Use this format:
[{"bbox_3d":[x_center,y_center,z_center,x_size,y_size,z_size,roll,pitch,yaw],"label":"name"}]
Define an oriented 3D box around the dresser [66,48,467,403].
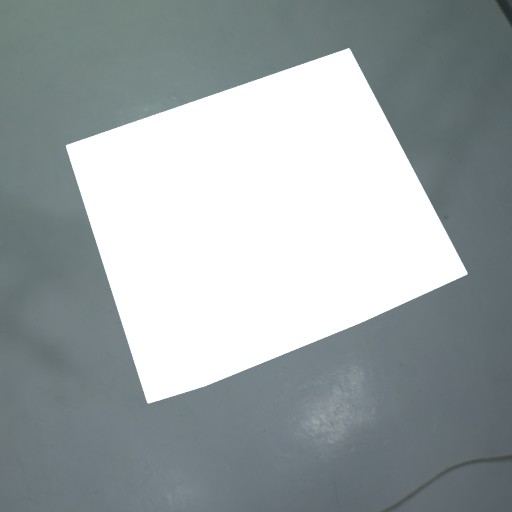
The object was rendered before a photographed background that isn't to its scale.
[{"bbox_3d":[0.000,0.000,0.821,0.400,0.560,0.360,-21,77,-5],"label":"dresser"}]
